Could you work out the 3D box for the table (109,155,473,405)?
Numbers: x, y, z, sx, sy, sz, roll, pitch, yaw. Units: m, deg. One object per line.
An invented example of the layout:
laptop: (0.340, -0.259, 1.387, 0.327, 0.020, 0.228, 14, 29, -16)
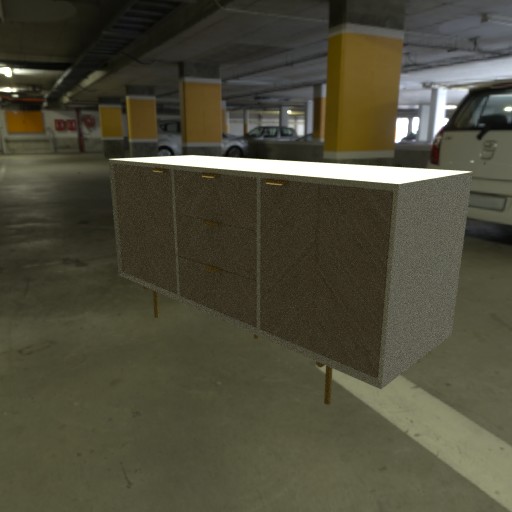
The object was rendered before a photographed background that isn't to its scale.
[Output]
table: (0.000, 0.000, 1.894, 1.500, 0.769, 0.508, 15, 21, 43)
